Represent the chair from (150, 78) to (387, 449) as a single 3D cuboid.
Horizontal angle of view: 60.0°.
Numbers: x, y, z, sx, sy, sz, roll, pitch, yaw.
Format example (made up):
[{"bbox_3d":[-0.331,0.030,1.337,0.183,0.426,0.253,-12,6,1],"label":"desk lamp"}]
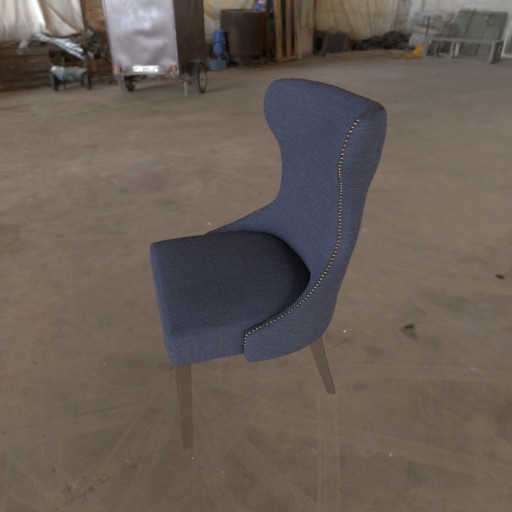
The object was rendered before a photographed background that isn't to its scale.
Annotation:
[{"bbox_3d":[0.000,0.000,1.391,0.635,0.967,0.628,-8,31,-14],"label":"chair"}]
